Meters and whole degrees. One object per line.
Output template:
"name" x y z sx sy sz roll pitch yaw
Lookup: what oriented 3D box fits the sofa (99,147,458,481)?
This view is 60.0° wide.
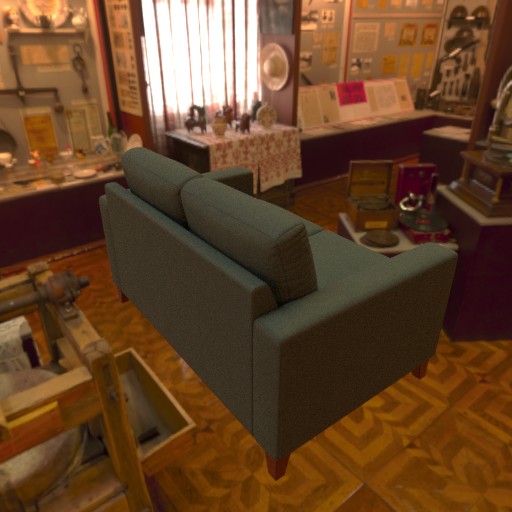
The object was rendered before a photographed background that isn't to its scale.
"sofa" 0.000 0.000 2.106 0.955 0.903 1.489 -19 33 -32
